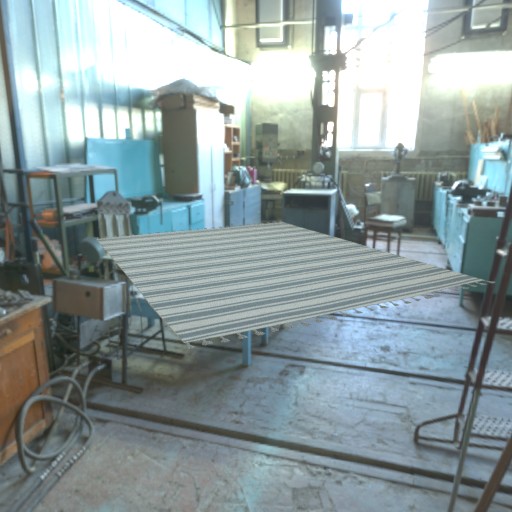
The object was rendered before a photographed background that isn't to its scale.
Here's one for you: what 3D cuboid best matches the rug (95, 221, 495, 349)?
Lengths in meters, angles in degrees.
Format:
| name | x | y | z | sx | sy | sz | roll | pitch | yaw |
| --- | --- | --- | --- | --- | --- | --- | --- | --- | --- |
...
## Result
| name | x | y | z | sx | sy | sz | roll | pitch | yaw |
| --- | --- | --- | --- | --- | --- | --- | --- | --- | --- |
| rug | 0.000 | 0.000 | 4.134 | 2.439 | 0.005 | 3.201 | -7 | 16 | -27 |
